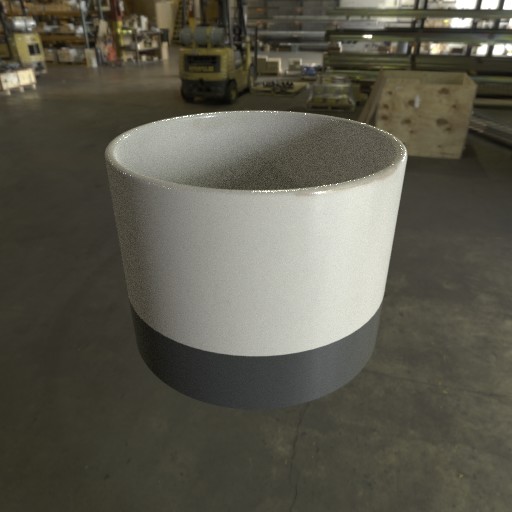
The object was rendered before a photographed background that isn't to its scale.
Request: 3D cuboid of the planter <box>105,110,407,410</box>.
[{"bbox_3d":[0.000,0.000,0.337,0.193,0.177,0.193,0,29,0],"label":"planter"}]
